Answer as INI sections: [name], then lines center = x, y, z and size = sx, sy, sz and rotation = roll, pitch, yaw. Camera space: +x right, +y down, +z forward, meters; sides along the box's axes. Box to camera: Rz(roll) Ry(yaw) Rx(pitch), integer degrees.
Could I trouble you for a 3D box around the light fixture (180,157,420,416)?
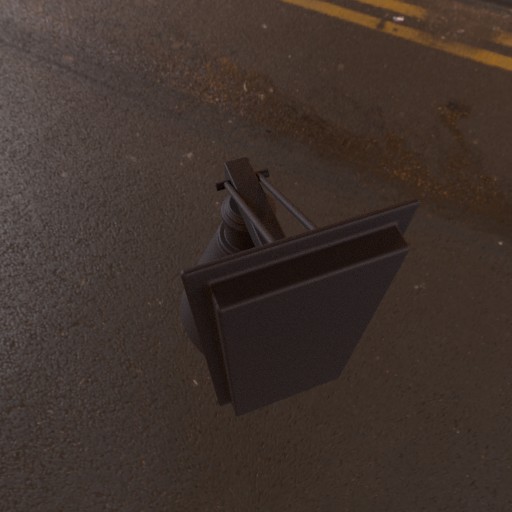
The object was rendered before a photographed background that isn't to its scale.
[light fixture]
center = 0.000, 0.000, 0.416
size = 0.170, 0.298, 0.207
rotation = -17, 60, -10
